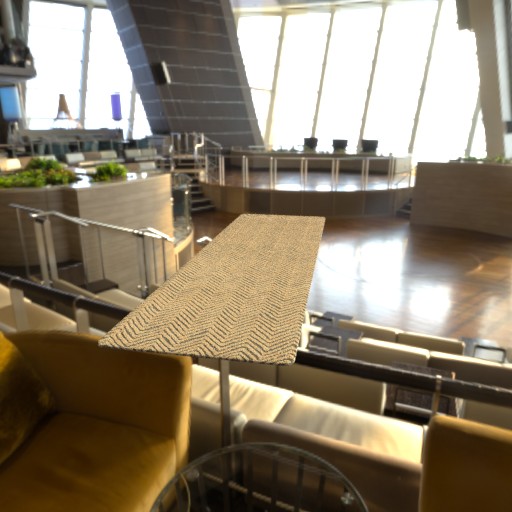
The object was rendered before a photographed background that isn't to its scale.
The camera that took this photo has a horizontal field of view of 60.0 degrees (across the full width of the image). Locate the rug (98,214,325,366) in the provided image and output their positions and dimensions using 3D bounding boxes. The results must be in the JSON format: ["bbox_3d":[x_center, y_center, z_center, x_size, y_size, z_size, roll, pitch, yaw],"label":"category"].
[{"bbox_3d":[0.000,0.000,2.529,0.686,0.008,2.286,3,17,11],"label":"rug"}]
